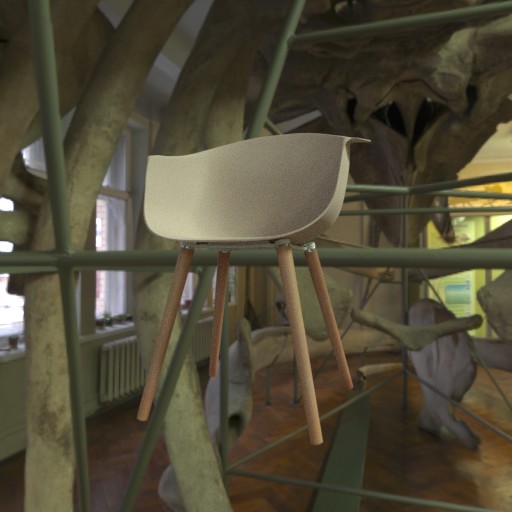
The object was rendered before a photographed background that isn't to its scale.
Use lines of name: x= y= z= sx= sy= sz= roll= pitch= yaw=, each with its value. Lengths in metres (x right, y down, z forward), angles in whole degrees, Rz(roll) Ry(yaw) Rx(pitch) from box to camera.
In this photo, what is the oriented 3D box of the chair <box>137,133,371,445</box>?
chair: x=0.000 y=0.000 z=1.186 sx=0.593 sy=0.781 sz=0.504 roll=0 pitch=0 yaw=19
